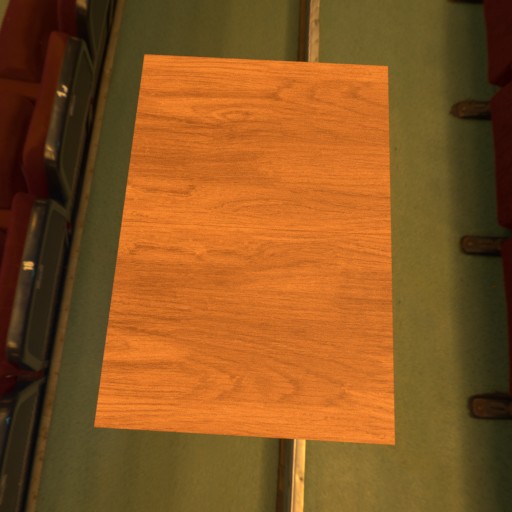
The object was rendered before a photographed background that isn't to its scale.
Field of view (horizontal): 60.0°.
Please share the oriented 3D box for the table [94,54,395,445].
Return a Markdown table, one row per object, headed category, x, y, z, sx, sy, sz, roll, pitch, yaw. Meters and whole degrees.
| category | x | y | z | sx | sy | sz | roll | pitch | yaw |
| --- | --- | --- | --- | --- | --- | --- | --- | --- | --- |
| table | 0.000 | 0.000 | 1.852 | 0.900 | 0.770 | 1.300 | 3 | 76 | 1 |
